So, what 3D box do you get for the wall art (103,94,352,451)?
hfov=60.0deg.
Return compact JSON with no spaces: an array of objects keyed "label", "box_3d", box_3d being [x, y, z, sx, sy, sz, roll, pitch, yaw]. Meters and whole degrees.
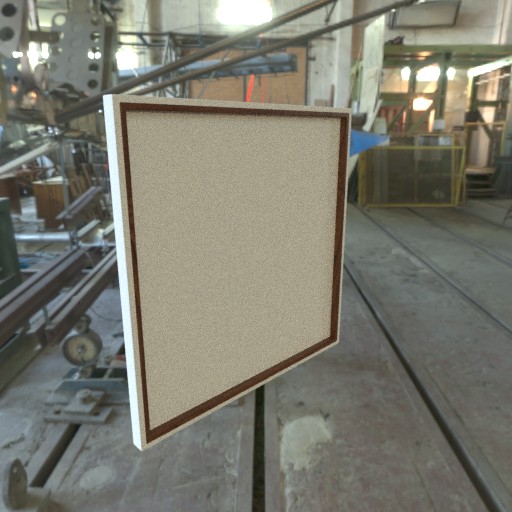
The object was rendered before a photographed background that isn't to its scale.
[{"label":"wall art","box_3d":[0.000,0.000,1.160,0.757,0.757,0.037,-15,22,-43]}]
